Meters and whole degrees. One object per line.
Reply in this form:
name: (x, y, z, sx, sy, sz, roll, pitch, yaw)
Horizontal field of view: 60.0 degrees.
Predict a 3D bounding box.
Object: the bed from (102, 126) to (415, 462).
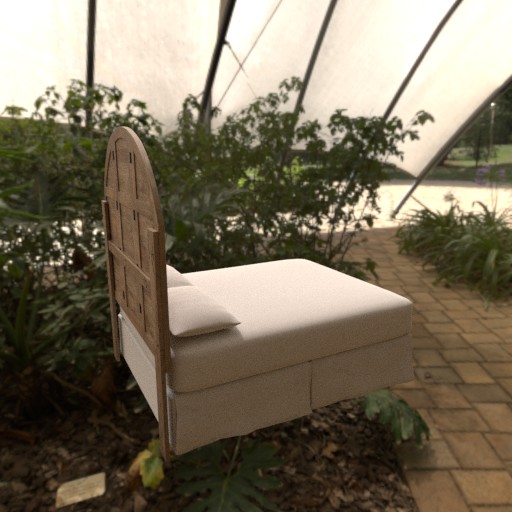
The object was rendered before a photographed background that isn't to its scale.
bed: (0.000, 0.000, 3.641, 2.112, 2.002, 1.713, -7, 16, -27)
